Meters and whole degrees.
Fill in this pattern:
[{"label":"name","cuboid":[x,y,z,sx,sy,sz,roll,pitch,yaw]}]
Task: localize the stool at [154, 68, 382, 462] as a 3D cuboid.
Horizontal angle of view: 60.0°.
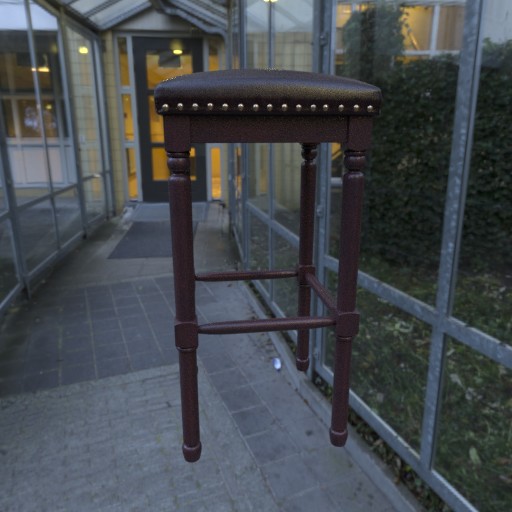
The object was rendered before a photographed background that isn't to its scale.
[{"label":"stool","cuboid":[0.000,0.000,0.989,0.383,0.768,0.382,-2,16,-8]}]
